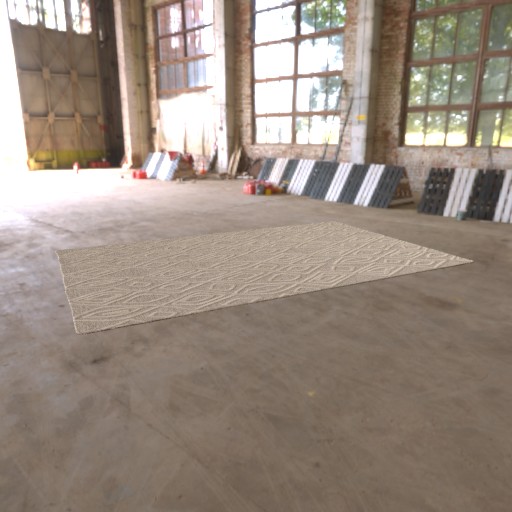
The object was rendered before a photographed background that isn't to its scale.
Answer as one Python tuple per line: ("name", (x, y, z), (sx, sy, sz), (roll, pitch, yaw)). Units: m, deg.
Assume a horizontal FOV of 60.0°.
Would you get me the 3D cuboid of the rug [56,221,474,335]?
("rug", (0.000, 0.000, 3.031), (2.442, 0.010, 1.546), (-8, 17, -26))
